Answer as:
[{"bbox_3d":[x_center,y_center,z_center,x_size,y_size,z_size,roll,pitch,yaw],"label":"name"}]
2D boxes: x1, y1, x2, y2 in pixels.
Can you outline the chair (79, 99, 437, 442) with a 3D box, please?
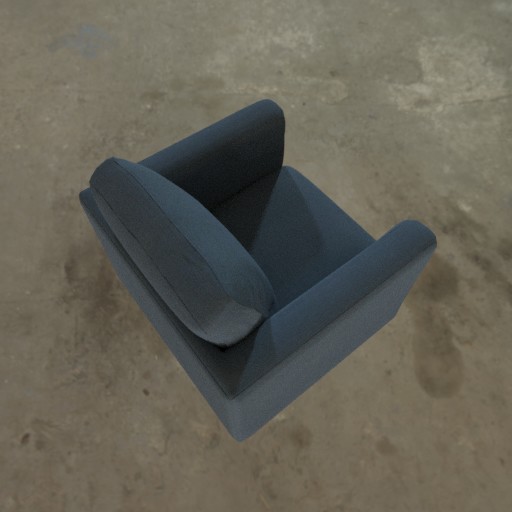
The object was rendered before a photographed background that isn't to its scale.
[{"bbox_3d":[0.000,0.000,1.575,0.820,0.922,0.855,-34,64,-19],"label":"chair"}]
